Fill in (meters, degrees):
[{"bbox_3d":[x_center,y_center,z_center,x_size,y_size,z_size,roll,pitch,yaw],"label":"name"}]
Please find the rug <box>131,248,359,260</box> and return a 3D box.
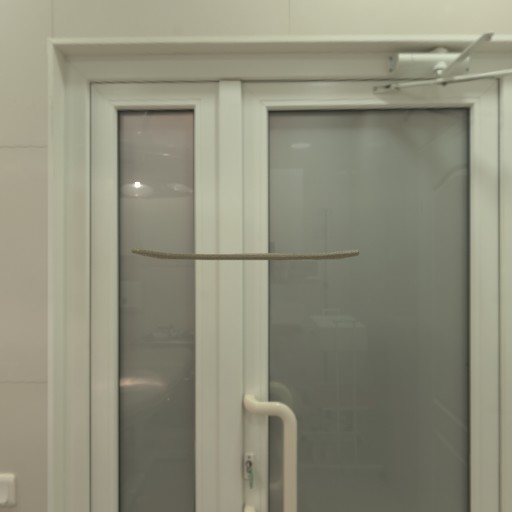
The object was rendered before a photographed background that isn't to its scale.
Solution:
[{"bbox_3d":[0.000,0.000,2.659,0.752,0.051,2.452,0,0,2],"label":"rug"}]
